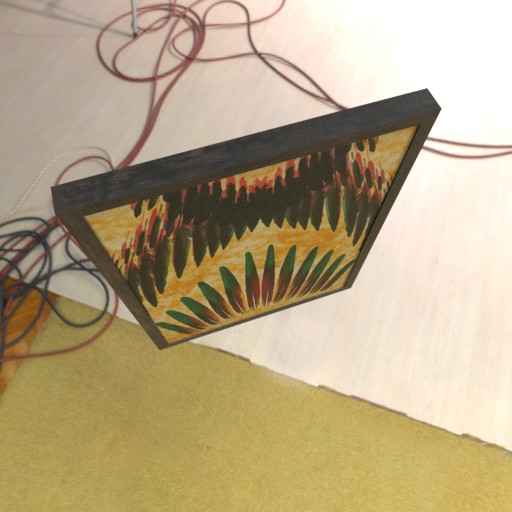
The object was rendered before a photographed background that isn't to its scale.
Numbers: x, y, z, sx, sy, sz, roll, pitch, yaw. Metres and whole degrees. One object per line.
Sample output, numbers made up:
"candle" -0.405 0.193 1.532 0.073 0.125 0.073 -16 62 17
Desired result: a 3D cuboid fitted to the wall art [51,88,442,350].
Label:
"wall art" 0.000 0.000 0.545 0.329 0.406 0.027 -17 65 -8
